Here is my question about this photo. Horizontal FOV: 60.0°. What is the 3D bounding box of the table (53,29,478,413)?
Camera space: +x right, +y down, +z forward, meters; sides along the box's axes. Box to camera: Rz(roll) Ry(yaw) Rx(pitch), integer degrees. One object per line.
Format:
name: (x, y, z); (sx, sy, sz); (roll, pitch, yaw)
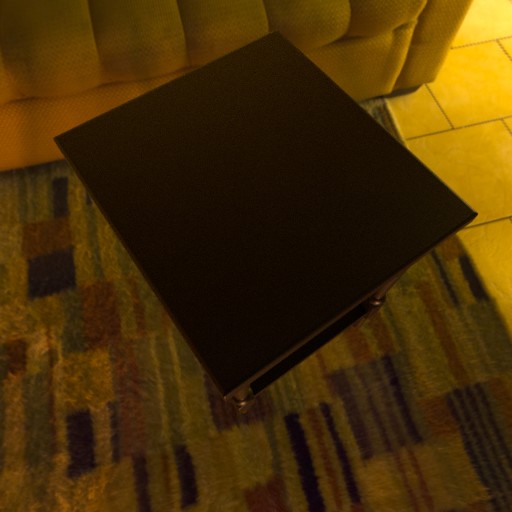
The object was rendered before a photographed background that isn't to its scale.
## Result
table: (0.000, 0.000, 0.919); (0.442, 0.565, 0.488); (-33, 68, -15)
